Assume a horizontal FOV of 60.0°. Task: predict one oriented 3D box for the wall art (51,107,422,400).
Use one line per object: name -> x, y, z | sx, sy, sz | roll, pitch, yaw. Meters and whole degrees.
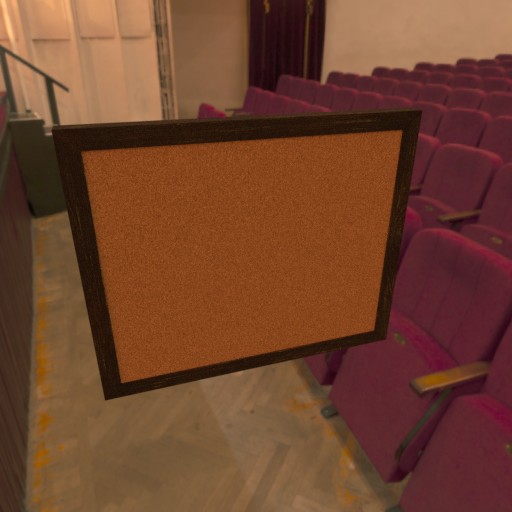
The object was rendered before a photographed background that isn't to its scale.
wall art -> 0.000, 0.000, 0.756 | 0.558, 0.457, 0.032 | -8, 27, -16
